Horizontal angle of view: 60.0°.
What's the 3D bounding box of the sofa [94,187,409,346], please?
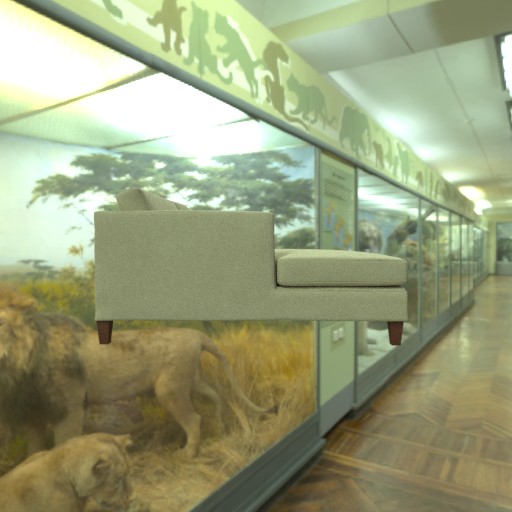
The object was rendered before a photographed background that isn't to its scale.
[{"bbox_3d":[0.000,0.000,3.826,1.625,0.846,3.186,0,1,1],"label":"sofa"}]
